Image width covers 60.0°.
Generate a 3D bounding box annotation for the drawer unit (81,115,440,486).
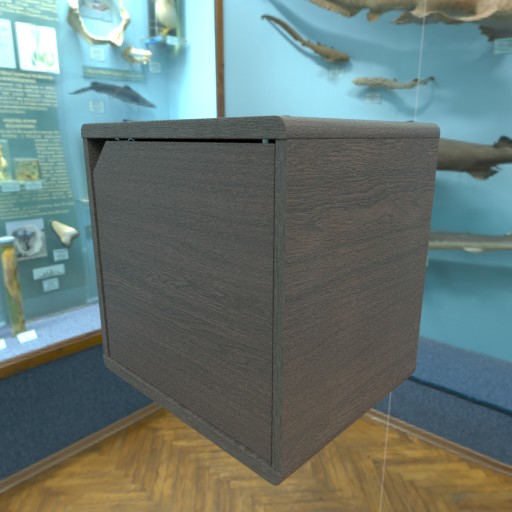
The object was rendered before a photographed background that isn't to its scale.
[{"bbox_3d":[0.000,0.000,0.594,0.344,0.344,0.290,14,21,42],"label":"drawer unit"}]
